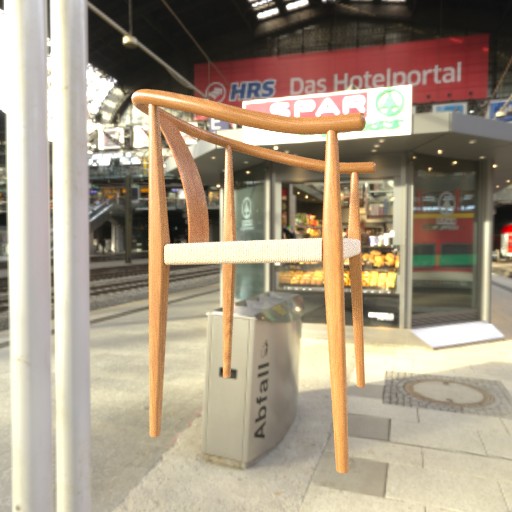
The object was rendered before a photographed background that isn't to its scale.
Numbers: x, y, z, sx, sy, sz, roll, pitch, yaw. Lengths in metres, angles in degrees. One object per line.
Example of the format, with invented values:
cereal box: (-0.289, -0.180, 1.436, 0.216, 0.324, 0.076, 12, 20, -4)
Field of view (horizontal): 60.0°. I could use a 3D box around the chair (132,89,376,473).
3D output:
chair: (0.000, 0.000, 1.148, 0.579, 0.800, 0.556, 1, 2, 17)
